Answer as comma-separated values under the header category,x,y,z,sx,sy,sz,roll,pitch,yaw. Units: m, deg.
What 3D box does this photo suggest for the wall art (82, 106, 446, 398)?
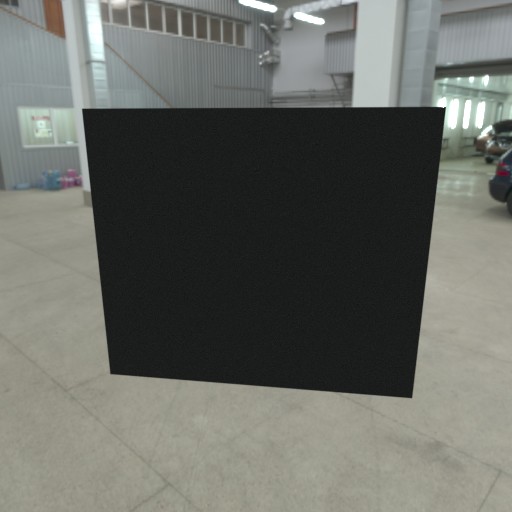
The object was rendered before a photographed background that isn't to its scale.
category,x,y,z,sx,sy,sz,roll,pitch,yaw
wall art,0.000,0.000,0.521,0.381,0.330,0.031,2,17,8
